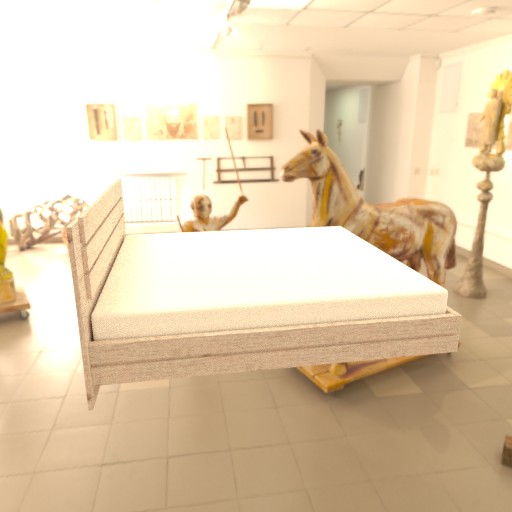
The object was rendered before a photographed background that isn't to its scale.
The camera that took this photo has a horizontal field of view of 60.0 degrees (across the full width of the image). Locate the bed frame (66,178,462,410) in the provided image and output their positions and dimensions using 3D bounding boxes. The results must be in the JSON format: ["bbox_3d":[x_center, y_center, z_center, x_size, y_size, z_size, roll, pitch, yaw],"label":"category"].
[{"bbox_3d":[0.000,0.000,3.216,2.080,0.970,1.950,-3,17,-10],"label":"bed frame"}]
